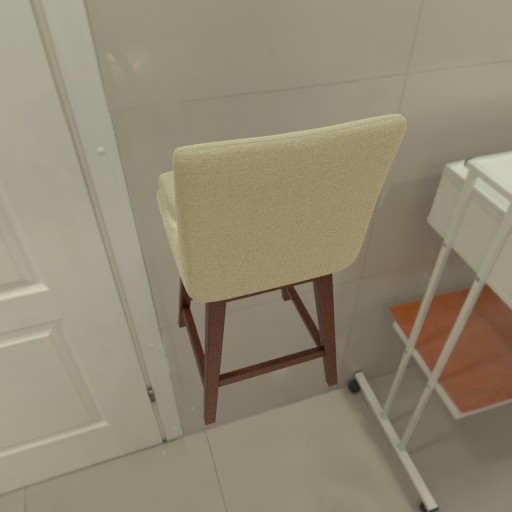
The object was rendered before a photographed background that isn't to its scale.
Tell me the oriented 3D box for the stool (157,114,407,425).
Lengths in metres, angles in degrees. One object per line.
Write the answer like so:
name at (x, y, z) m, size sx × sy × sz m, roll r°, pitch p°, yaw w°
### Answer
stool at (0.000, 0.000, 1.278) m, size 0.469 × 0.991 × 0.559 m, roll -13°, pitch 43°, yaw -14°
